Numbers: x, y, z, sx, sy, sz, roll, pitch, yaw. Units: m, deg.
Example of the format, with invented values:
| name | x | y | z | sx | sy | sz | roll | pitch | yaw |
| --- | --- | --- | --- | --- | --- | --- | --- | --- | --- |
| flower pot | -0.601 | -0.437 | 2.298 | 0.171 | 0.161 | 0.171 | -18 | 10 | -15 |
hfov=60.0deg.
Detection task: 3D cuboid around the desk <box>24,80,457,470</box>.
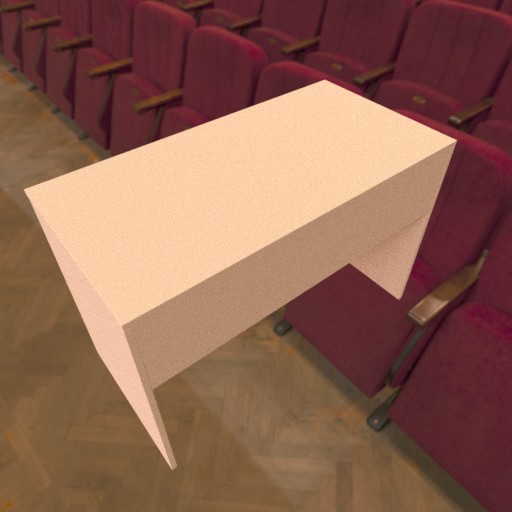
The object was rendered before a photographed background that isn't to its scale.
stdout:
| name | x | y | z | sx | sy | sz | roll | pitch | yaw |
| --- | --- | --- | --- | --- | --- | --- | --- | --- | --- |
| desk | 0.000 | 0.000 | 1.498 | 1.100 | 0.730 | 0.560 | -29 | 51 | -26 |
